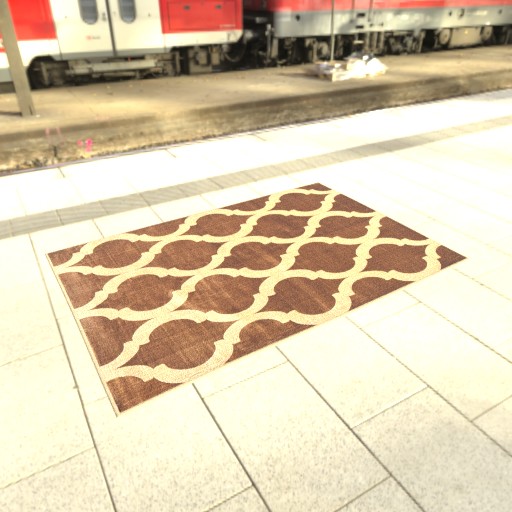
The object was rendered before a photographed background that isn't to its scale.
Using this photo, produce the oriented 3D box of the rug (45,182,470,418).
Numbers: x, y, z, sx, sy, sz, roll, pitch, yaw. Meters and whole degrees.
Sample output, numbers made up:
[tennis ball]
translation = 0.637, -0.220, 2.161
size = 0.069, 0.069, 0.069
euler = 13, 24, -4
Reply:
[rug]
translation = 0.000, 0.000, 2.854
size = 2.290, 0.014, 1.526
euler = -18, 36, -27
